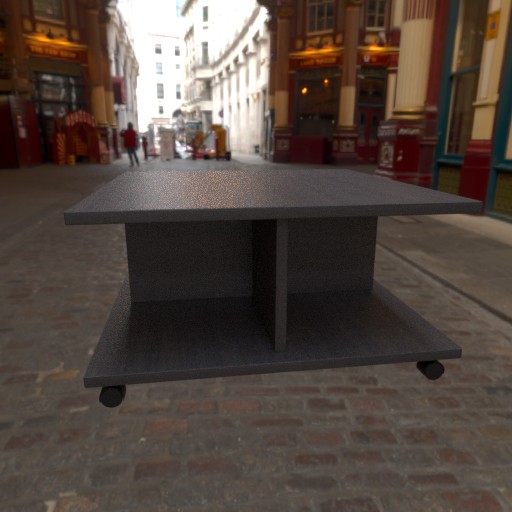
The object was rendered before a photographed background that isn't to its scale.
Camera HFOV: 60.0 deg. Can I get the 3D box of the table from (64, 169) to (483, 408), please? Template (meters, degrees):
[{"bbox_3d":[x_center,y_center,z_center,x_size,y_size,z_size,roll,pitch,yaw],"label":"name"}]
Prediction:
[{"bbox_3d":[0.000,0.000,1.207,0.762,0.396,0.762,-2,16,-8],"label":"table"}]
